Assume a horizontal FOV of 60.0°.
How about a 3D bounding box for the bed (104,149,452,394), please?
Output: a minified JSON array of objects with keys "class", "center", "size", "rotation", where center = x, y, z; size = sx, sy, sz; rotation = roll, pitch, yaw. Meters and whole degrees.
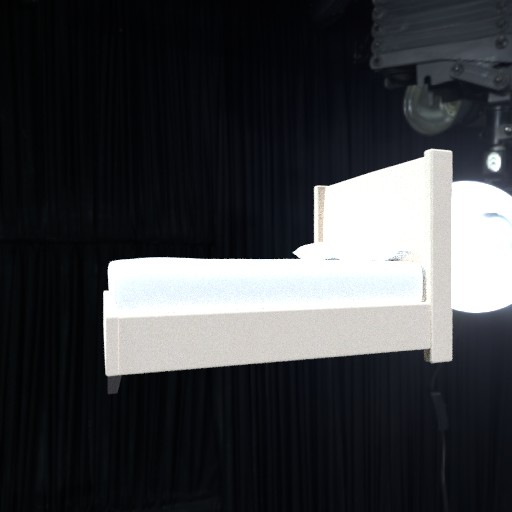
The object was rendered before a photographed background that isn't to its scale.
[{"class":"bed","center":[0.000,0.000,3.542],"size":[2.293,1.471,1.778],"rotation":[0,0,-19]}]
